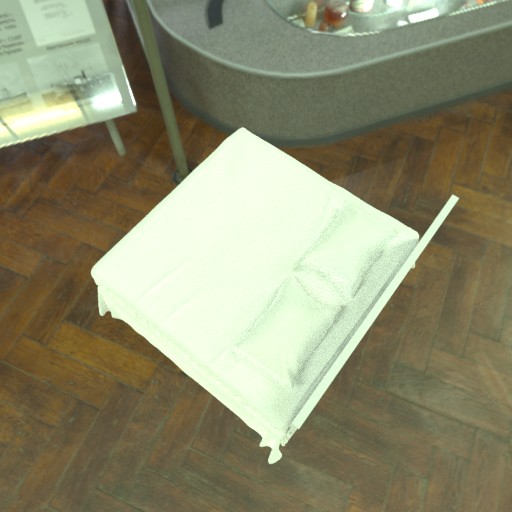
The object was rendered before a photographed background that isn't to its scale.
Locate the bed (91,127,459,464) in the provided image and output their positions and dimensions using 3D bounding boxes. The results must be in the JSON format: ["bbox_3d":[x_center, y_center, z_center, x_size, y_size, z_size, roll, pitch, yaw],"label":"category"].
[{"bbox_3d":[0.000,0.000,3.719,2.215,1.273,2.317,35,68,16],"label":"bed"}]
